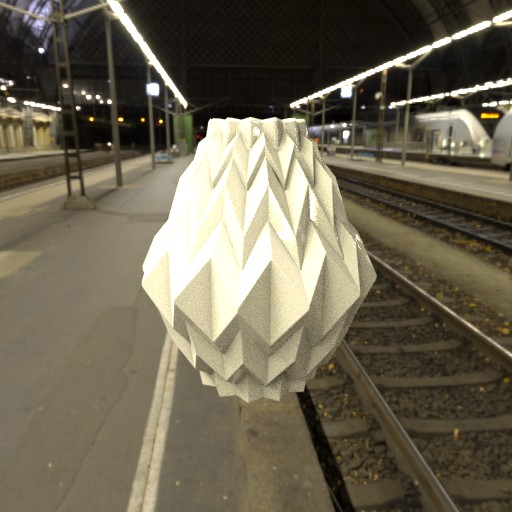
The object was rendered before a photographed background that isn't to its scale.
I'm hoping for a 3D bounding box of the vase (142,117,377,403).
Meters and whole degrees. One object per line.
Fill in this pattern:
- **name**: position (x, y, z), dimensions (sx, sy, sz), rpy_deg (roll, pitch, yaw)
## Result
- **vase**: position (0.000, 0.000, 0.314), dimensions (0.164, 0.185, 0.164), rpy_deg (0, 15, 0)
